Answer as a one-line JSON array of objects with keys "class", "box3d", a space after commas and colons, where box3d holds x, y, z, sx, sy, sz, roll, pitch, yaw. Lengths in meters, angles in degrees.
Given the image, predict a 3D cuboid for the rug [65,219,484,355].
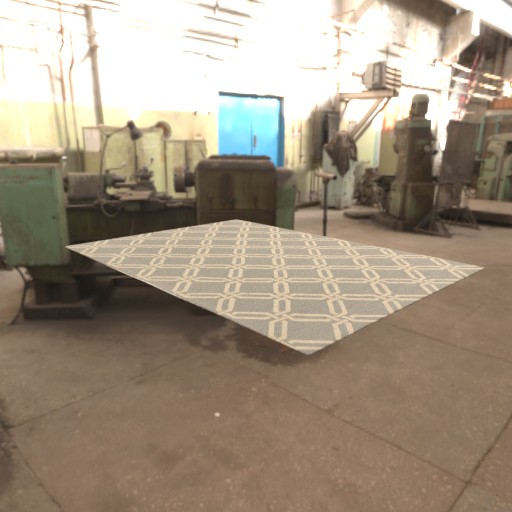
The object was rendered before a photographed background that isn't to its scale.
[{"class": "rug", "box3d": [0.000, 0.000, 2.731, 1.522, 0.013, 2.133, -13, 20, -42]}]
